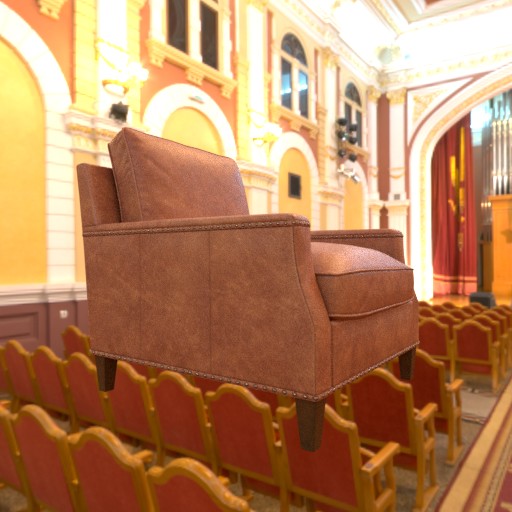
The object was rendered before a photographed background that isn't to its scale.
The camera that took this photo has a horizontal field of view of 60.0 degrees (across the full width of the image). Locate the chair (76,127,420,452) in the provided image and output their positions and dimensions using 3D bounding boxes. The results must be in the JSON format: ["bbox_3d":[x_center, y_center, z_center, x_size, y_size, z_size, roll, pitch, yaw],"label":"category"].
[{"bbox_3d":[0.000,0.000,1.652,1.014,0.943,0.853,0,0,36],"label":"chair"}]
